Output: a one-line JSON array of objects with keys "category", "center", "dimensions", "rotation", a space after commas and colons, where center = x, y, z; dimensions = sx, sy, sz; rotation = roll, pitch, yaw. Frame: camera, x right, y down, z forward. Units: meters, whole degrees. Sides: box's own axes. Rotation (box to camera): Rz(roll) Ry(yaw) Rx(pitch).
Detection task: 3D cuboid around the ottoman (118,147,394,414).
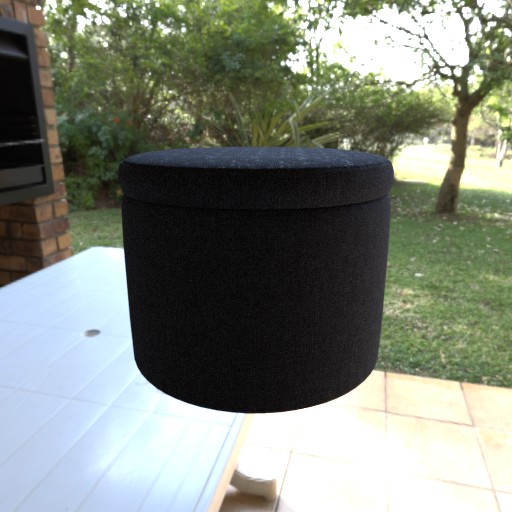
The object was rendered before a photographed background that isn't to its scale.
[{"category": "ottoman", "center": [0.000, 0.000, 0.915], "dimensions": [0.520, 0.430, 0.520], "rotation": [0, 16, 0]}]
